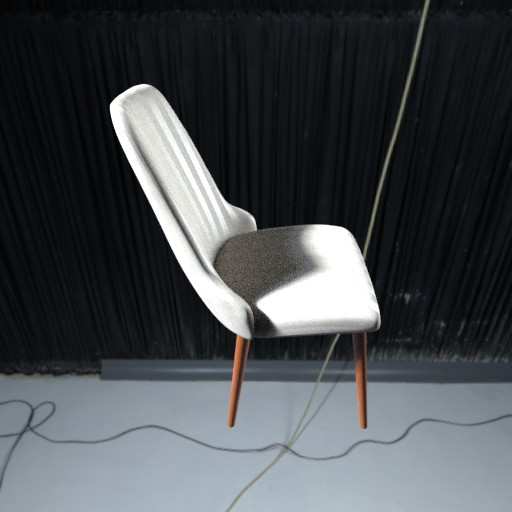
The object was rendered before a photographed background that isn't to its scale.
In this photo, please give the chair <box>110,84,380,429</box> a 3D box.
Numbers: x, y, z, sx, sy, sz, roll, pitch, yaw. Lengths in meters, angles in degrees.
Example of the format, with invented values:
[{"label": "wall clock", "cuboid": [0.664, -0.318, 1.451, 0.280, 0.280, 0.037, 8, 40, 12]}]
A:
[{"label": "chair", "cuboid": [0.000, 0.000, 1.315, 0.684, 0.917, 0.526, 0, 32, 1]}]
